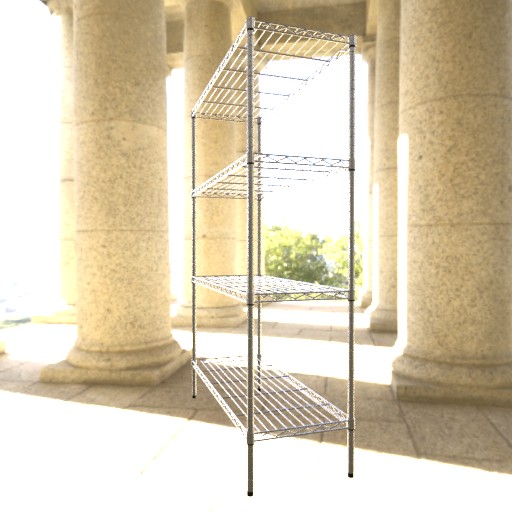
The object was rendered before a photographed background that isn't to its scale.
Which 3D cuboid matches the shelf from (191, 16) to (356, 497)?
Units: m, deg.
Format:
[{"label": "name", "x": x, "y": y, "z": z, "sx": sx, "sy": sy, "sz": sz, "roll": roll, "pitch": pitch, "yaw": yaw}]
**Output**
[{"label": "shelf", "x": 0.000, "y": 0.000, "z": 1.733, "sx": 0.352, "sy": 1.360, "sz": 0.907, "roll": 0, "pitch": 1, "yaw": -18}]
